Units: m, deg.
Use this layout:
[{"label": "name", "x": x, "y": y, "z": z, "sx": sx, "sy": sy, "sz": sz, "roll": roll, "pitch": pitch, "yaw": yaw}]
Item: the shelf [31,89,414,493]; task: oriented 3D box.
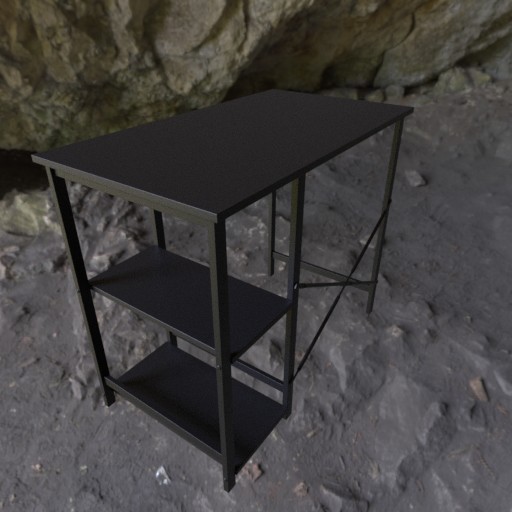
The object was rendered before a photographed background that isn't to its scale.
[{"label": "shelf", "x": 0.000, "y": 0.000, "z": 1.296, "sx": 0.498, "sy": 0.749, "sz": 0.902, "roll": 20, "pitch": 36, "yaw": 30}]
